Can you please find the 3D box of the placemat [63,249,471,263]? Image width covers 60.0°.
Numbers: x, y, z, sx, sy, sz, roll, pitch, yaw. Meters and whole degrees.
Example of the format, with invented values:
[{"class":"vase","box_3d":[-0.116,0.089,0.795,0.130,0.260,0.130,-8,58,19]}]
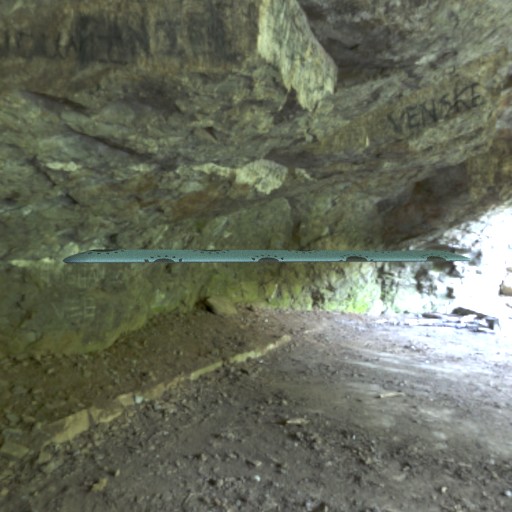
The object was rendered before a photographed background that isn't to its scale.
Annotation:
[{"class":"placemat","box_3d":[0.000,0.000,0.991,0.762,0.021,0.508,0,0,-19]}]
